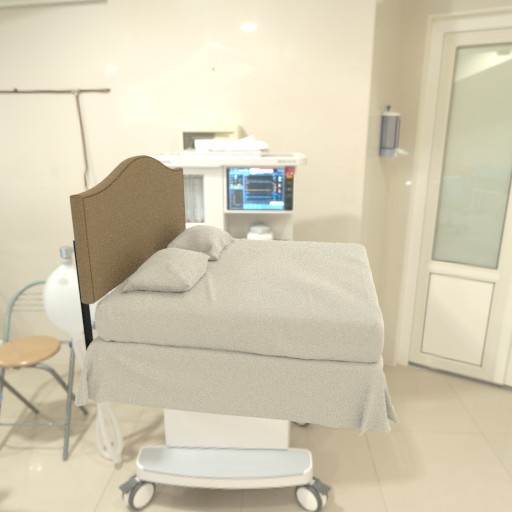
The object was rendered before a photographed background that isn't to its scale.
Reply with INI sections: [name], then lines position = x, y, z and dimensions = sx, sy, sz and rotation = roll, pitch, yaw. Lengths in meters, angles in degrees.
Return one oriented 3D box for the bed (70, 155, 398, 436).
[bed]
position = 0.000, 0.000, 3.776
dimensions = 2.222, 1.651, 2.311
rotation = 3, 17, 10
